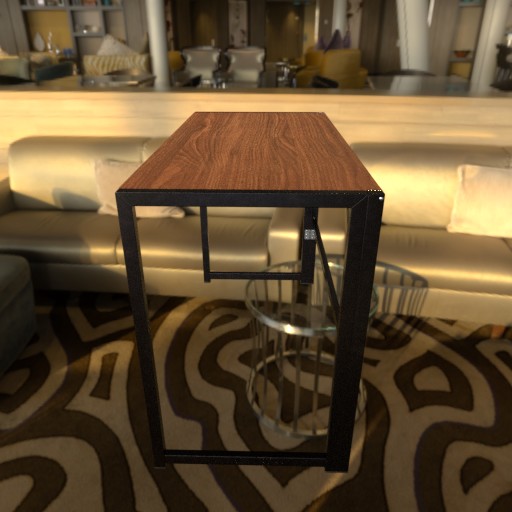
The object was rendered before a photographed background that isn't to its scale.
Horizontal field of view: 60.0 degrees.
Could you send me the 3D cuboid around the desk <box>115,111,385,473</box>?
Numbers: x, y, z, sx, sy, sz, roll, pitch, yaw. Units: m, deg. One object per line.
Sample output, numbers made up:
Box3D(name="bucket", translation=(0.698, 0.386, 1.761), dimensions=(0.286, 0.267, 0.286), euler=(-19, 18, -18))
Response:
Box3D(name="desk", translation=(0.000, 0.000, 1.451), dimensions=(0.508, 0.762, 1.016), euler=(1, 26, 1))
